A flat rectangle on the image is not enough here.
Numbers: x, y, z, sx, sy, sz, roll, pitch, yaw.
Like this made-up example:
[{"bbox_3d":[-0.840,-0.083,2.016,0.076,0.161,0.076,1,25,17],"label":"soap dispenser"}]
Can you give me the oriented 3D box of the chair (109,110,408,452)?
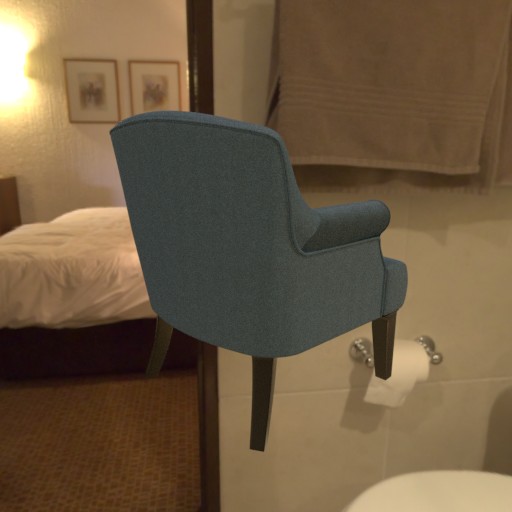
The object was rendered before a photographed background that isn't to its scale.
[{"bbox_3d":[0.000,0.000,1.460,0.754,0.878,0.770,-14,20,-43],"label":"chair"}]
